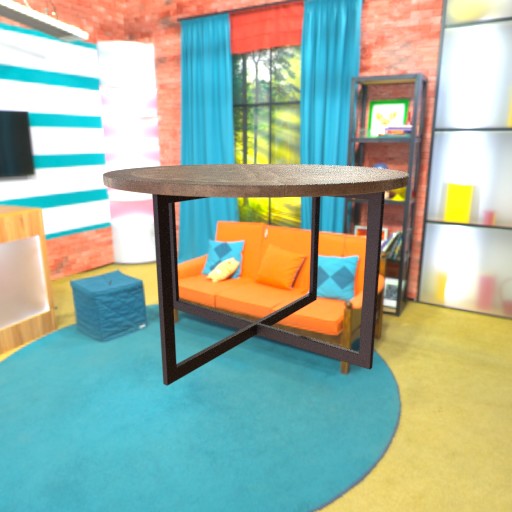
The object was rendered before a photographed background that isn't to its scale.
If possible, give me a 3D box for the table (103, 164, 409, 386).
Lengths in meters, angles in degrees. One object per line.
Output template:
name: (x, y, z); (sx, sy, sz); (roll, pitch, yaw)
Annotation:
table: (0.000, 0.000, 2.020); (1.264, 0.762, 1.264); (0, 15, 0)
